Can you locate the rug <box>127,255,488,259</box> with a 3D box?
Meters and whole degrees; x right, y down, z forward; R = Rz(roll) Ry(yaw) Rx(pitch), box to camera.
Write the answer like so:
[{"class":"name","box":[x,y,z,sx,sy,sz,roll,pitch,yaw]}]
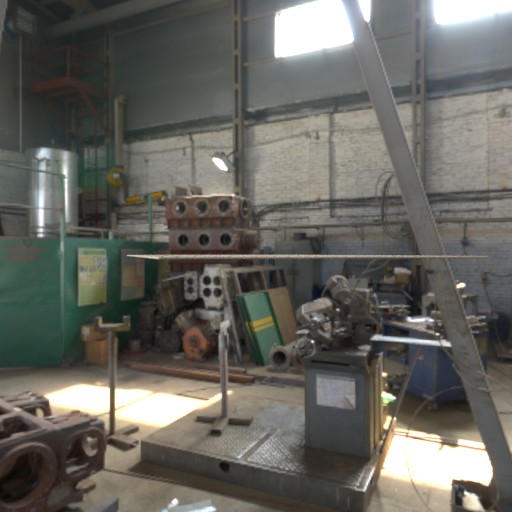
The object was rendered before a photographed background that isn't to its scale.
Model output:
[{"class":"rug","box":[0.000,0.000,2.331,1.220,0.007,1.828,0,0,-19]}]
